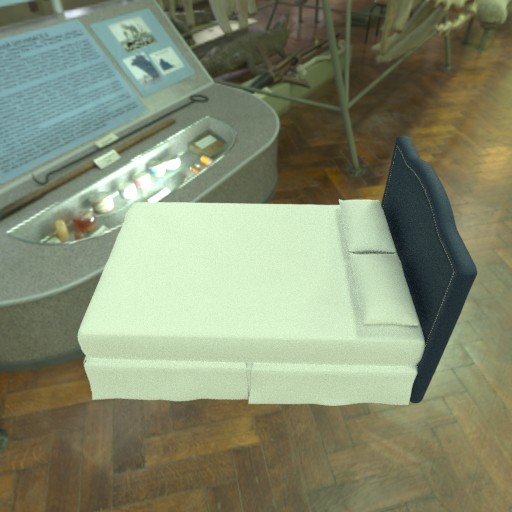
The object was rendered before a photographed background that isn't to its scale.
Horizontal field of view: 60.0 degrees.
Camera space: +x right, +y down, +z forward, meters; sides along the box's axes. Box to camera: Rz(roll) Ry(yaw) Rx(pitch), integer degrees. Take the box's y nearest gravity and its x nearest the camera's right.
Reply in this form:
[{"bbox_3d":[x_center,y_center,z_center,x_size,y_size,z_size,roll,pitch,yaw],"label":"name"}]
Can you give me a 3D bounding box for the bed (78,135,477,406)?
[{"bbox_3d":[0.000,0.000,3.495,2.507,1.441,1.741,1,41,1],"label":"bed"}]
